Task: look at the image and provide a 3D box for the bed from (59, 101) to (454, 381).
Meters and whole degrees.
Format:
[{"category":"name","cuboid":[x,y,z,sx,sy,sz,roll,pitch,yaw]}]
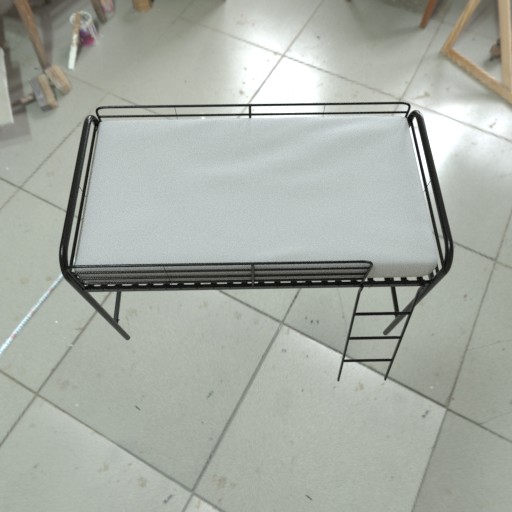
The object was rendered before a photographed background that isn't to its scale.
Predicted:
[{"category":"bed","cuboid":[0.000,0.000,2.882,1.968,1.289,1.393,-1,64,0]}]
